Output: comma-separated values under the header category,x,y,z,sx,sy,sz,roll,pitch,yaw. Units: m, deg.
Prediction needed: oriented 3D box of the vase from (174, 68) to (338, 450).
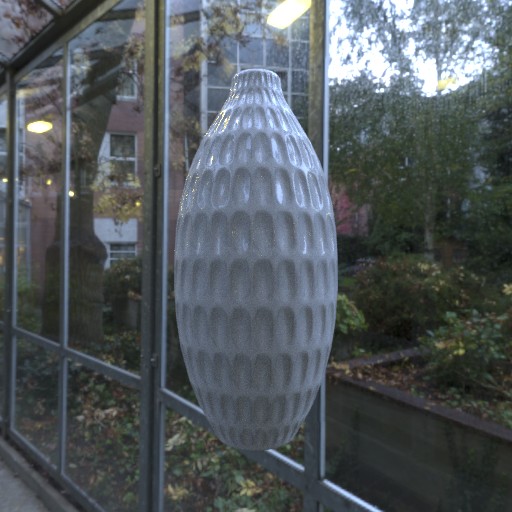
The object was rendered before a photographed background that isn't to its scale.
category,x,y,z,sx,sy,sz,roll,pitch,yaw
vase,0.000,0.000,0.350,0.127,0.282,0.127,0,0,0
